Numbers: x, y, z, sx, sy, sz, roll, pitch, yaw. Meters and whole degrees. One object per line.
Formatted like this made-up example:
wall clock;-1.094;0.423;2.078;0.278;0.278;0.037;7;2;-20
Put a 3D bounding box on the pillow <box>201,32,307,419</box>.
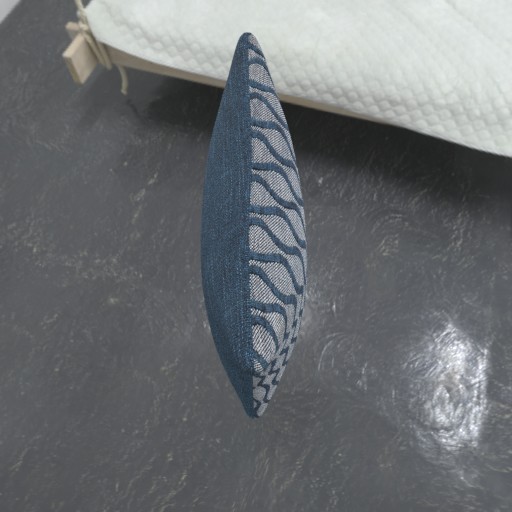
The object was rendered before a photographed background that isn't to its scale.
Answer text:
pillow;0.000;0.000;0.663;0.159;0.435;0.435;-2;63;-1
